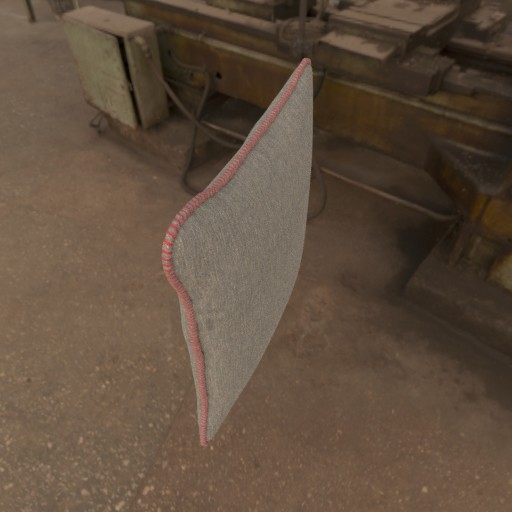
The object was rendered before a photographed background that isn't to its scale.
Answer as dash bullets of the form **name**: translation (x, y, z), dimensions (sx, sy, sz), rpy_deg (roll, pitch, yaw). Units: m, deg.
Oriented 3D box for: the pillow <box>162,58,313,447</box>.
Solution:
- **pillow**: translation (0.000, 0.000, 0.738), dimensions (0.124, 0.491, 0.482), rpy_deg (16, 47, 15)
